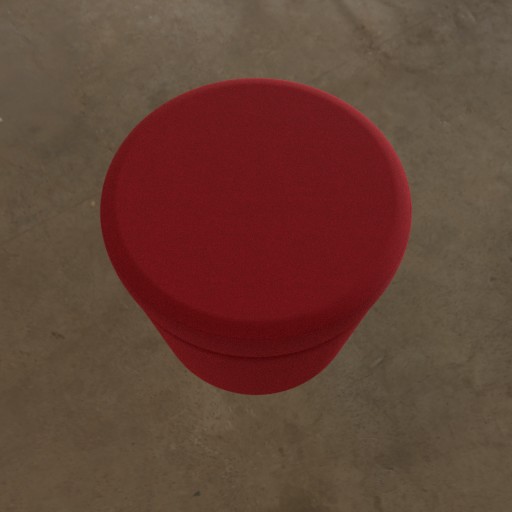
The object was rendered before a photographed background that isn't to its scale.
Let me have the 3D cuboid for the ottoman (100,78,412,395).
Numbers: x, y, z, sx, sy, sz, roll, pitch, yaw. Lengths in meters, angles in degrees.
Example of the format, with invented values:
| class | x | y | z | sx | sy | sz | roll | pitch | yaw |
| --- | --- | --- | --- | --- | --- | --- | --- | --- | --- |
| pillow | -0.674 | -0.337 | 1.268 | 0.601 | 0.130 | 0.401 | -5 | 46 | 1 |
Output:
| class | x | y | z | sx | sy | sz | roll | pitch | yaw |
| --- | --- | --- | --- | --- | --- | --- | --- | --- | --- |
| ottoman | 0.000 | 0.000 | 0.739 | 0.400 | 0.406 | 0.400 | 0 | 64 | 0 |
